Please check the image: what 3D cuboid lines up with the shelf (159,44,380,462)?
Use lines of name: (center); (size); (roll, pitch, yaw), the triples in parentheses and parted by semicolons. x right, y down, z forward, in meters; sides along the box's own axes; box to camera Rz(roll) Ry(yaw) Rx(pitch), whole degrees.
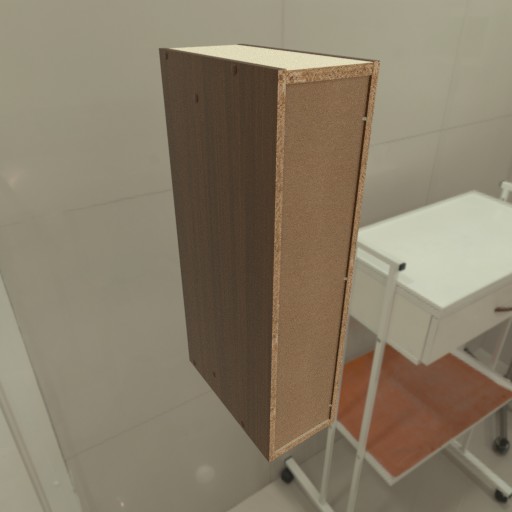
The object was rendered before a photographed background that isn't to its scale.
shelf: (0.000, 0.000, 0.719); (0.147, 0.600, 0.290); (-18, 35, -29)
